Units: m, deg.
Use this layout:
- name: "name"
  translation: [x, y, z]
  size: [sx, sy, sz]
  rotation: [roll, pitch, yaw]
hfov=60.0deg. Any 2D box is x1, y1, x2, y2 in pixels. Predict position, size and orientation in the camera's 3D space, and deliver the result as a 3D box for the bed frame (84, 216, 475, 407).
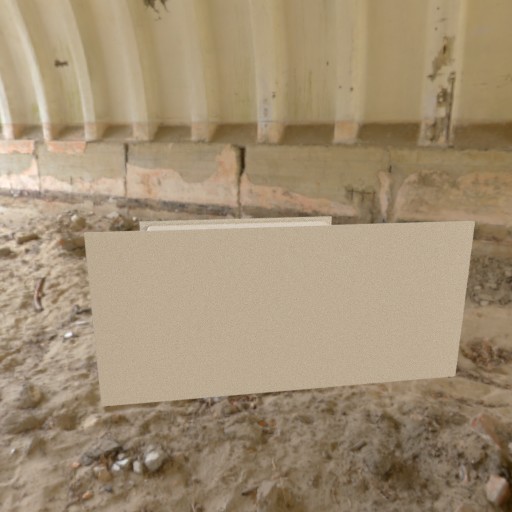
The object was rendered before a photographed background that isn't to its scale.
- name: "bed frame"
  translation: [0.000, 0.000, 2.997]
  size: [1.720, 0.800, 2.060]
  rotation: [-2, 15, -8]
